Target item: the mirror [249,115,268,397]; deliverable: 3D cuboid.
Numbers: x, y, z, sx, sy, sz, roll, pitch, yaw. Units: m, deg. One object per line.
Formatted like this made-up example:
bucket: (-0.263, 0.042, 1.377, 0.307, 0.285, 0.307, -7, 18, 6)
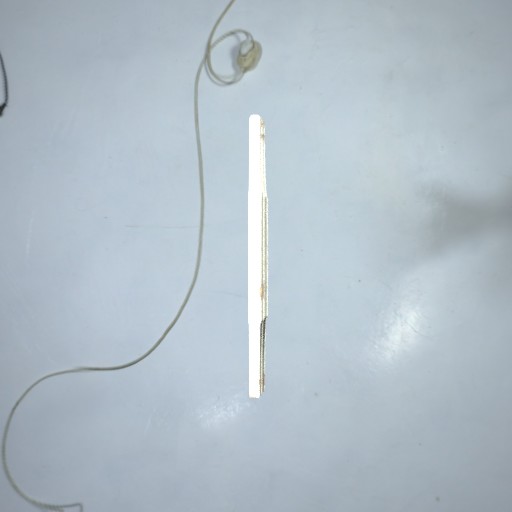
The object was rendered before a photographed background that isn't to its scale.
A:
mirror: (0.000, 0.000, 0.859, 0.022, 0.717, 0.403, 0, 90, 0)
